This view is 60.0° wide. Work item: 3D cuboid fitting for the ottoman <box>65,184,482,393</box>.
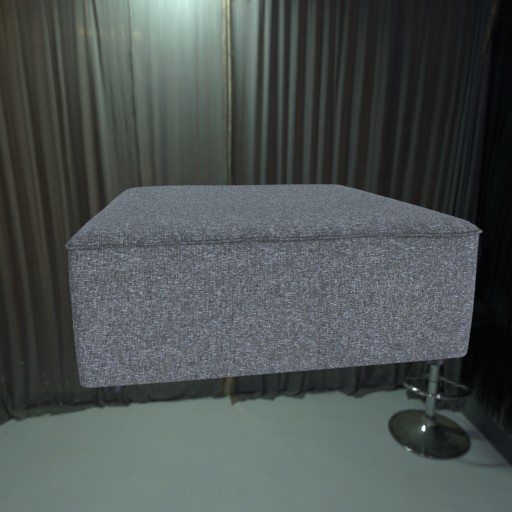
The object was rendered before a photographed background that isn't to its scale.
[{"bbox_3d":[0.000,0.000,1.538,1.017,0.423,1.021,-2,15,-8],"label":"ottoman"}]
